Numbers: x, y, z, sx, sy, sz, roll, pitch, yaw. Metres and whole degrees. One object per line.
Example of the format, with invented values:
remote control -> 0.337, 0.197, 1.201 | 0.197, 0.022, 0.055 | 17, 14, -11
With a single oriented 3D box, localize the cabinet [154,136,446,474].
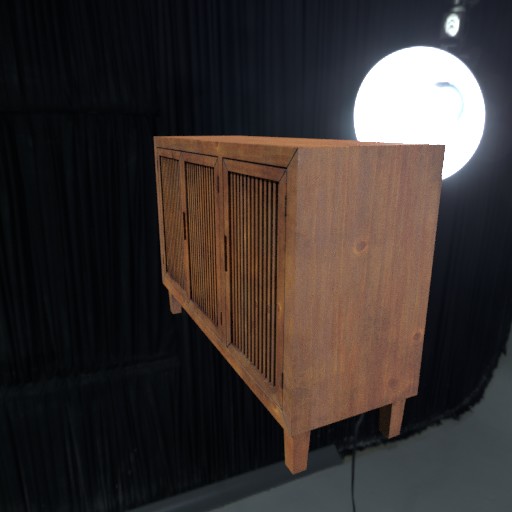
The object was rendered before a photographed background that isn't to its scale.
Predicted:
cabinet -> 0.000, 0.000, 1.579 | 0.403, 0.805, 1.204 | -8, 18, -25
